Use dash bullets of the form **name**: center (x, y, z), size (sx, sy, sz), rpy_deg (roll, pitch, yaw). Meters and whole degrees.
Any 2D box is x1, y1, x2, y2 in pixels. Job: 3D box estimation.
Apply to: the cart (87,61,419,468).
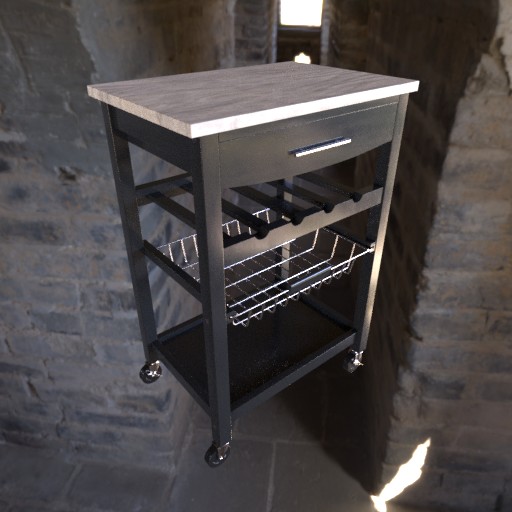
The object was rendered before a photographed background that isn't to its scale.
- **cart**: center (0.000, 0.000, 1.140), size (0.584, 0.839, 0.403), rpy_deg (-23, 38, -33)
